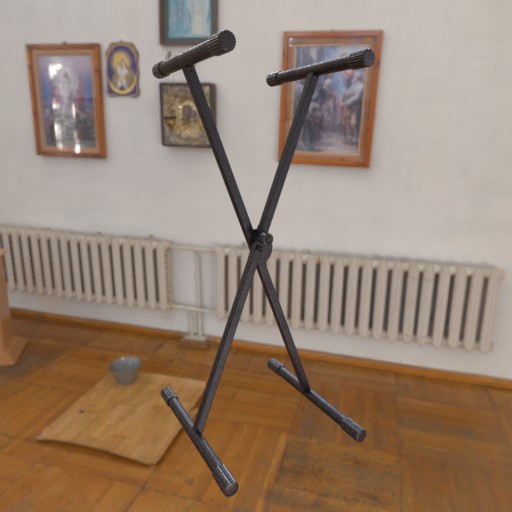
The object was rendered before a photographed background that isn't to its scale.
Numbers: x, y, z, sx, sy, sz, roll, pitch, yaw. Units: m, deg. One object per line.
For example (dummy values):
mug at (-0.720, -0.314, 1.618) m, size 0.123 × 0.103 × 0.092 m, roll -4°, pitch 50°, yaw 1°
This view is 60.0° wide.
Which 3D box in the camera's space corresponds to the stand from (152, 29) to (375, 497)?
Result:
stand at (0.000, 0.000, 1.130) m, size 0.409 × 0.940 × 0.449 m, roll -8°, pitch 16°, yaw -28°
